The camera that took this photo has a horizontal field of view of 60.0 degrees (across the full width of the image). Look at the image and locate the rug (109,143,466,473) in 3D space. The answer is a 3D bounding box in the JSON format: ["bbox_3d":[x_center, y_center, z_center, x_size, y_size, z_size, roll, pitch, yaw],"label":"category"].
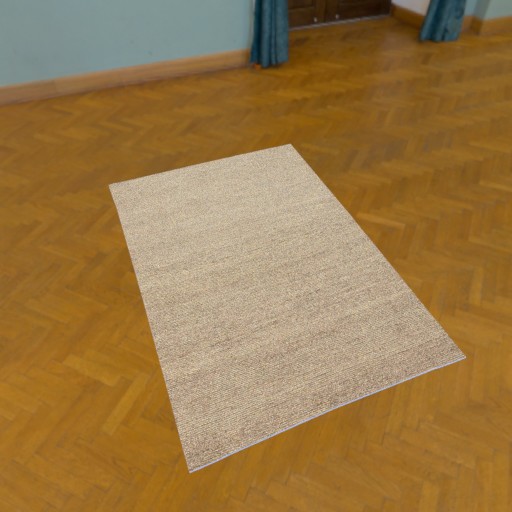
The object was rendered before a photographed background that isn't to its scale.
[{"bbox_3d":[0.000,0.000,3.009,1.609,0.030,2.342,-16,49,-15],"label":"rug"}]
